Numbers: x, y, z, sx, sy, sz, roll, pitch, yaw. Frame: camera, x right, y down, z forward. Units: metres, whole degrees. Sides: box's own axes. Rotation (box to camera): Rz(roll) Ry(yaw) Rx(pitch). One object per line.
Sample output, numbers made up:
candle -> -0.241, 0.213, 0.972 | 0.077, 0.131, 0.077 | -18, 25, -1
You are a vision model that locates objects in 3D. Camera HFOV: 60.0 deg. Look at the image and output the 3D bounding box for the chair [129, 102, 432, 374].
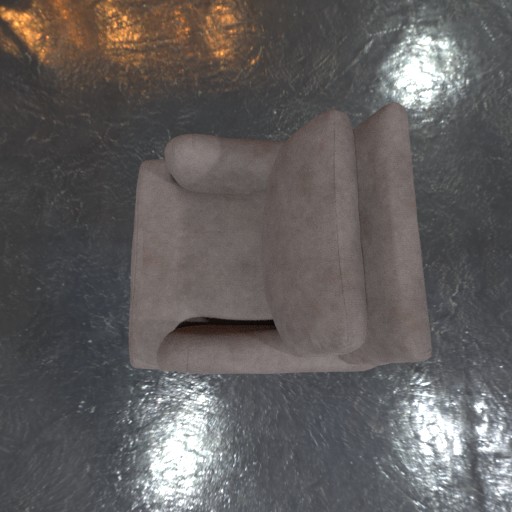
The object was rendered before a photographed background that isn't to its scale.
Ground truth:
chair -> 0.000, 0.000, 1.867 | 1.070, 0.997, 0.955 | -1, 76, 0
